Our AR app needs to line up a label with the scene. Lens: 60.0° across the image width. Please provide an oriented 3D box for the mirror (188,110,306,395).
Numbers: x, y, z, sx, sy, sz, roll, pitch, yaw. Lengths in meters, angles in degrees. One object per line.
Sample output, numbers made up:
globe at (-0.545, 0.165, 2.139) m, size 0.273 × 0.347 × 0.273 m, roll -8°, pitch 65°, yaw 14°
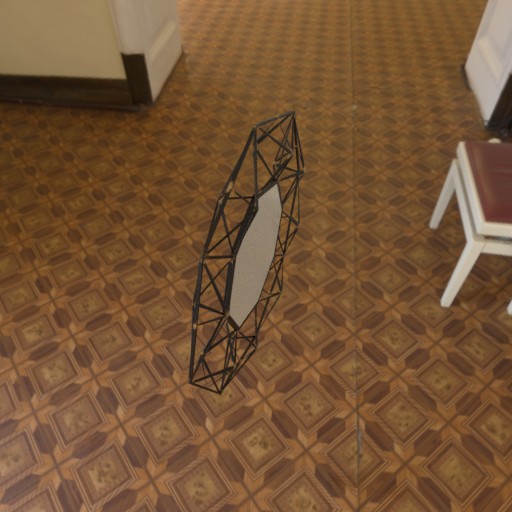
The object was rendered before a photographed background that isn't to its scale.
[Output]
mirror at (0.000, 0.000, 1.070) m, size 0.094 × 0.710 × 0.710 m, roll 16°, pitch 49°, yaw 14°
